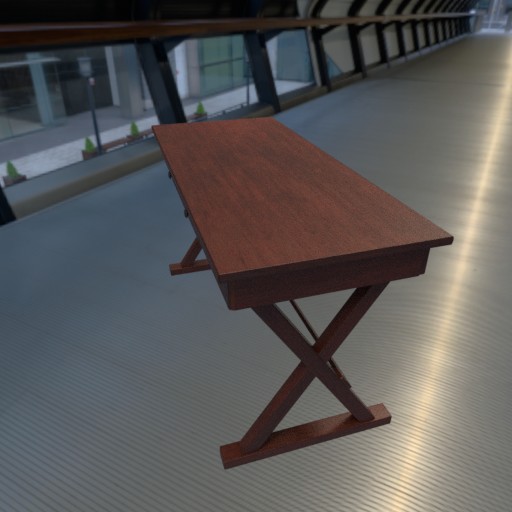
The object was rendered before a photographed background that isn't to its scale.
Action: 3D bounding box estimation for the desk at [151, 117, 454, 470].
[{"bbox_3d":[0.000,0.000,1.773,0.600,0.761,1.372,-9,31,-15],"label":"desk"}]
